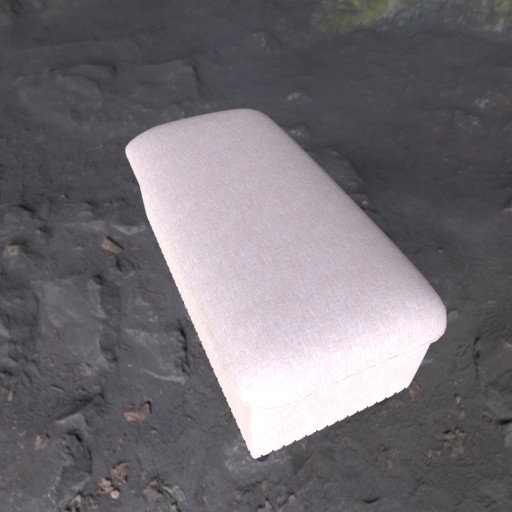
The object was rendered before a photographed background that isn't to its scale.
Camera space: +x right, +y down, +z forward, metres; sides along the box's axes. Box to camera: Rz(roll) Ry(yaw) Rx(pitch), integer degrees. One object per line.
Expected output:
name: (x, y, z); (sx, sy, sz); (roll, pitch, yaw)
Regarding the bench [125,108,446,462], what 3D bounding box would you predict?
bench: (0.000, 0.000, 1.255); (0.483, 0.483, 0.991); (-18, 48, -17)
